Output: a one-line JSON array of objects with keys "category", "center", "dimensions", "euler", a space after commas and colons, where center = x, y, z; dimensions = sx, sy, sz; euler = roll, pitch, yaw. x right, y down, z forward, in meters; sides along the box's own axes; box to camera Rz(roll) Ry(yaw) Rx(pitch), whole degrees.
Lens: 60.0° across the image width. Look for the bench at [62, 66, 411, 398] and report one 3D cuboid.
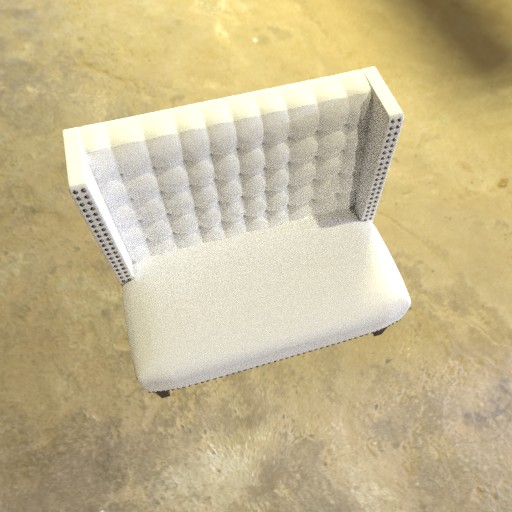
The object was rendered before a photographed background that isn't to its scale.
[{"category": "bench", "center": [0.000, 0.000, 2.016], "dimensions": [1.280, 1.123, 0.847], "euler": [-14, 63, -8]}]
